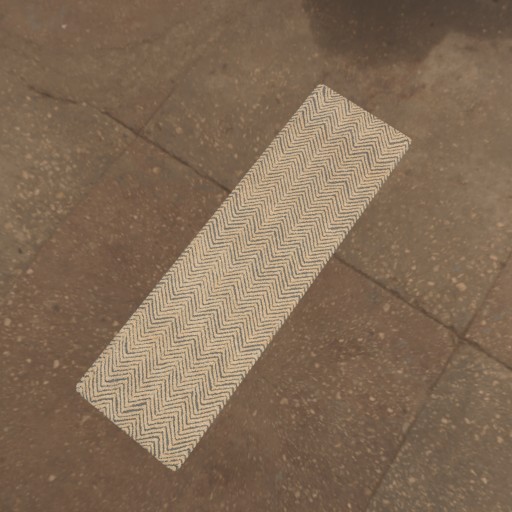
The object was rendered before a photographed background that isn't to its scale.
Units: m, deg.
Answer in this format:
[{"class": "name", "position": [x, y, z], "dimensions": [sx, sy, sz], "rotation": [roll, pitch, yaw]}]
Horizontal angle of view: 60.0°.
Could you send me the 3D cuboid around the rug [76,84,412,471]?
[{"class": "rug", "position": [0.000, 0.000, 2.496], "dimensions": [0.686, 0.008, 2.286], "rotation": [35, 78, 9]}]
